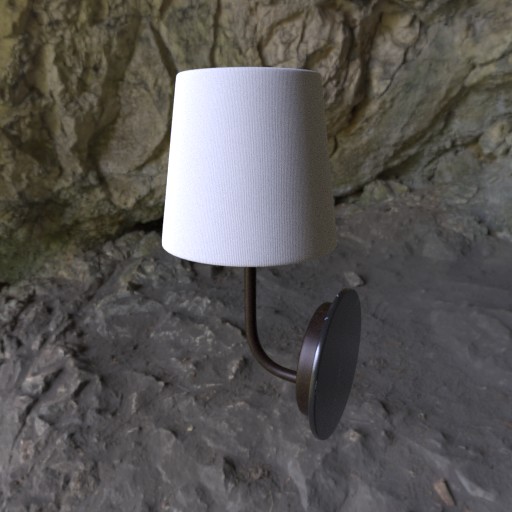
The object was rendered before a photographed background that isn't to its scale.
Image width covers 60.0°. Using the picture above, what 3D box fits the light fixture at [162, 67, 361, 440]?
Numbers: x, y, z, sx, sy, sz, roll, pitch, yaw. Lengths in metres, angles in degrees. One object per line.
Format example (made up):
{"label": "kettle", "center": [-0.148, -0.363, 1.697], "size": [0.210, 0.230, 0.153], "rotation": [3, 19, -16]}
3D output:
{"label": "light fixture", "center": [0.000, 0.000, 0.443], "size": [0.188, 0.337, 0.168], "rotation": [9, 19, 27]}
